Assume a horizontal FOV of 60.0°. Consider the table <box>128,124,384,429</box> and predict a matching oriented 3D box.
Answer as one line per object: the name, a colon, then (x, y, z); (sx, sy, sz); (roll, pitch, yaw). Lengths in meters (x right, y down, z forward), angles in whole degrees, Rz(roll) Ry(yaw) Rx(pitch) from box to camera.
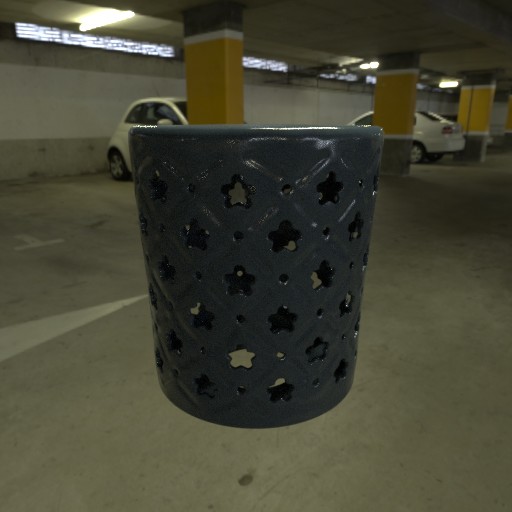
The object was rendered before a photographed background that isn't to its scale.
table: (0.000, 0.000, 0.677); (0.352, 0.387, 0.352); (0, 17, 0)
